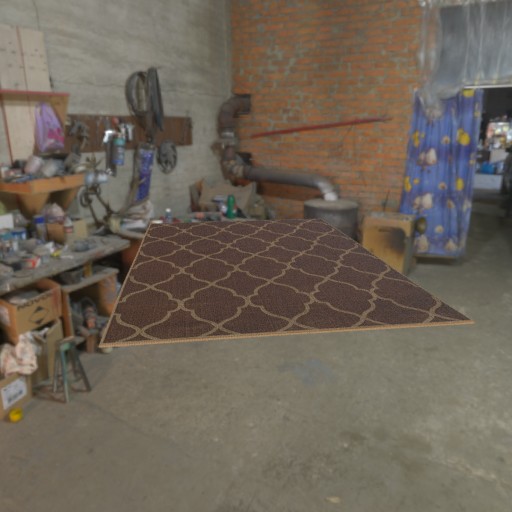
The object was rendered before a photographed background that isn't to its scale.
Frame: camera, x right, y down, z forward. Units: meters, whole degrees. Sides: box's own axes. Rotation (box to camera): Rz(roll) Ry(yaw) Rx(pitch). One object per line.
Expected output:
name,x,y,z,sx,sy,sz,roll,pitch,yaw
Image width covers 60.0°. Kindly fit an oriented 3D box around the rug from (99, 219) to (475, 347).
rug,0.000,0.000,2.839,1.528,0.014,2.294,-2,16,-8
